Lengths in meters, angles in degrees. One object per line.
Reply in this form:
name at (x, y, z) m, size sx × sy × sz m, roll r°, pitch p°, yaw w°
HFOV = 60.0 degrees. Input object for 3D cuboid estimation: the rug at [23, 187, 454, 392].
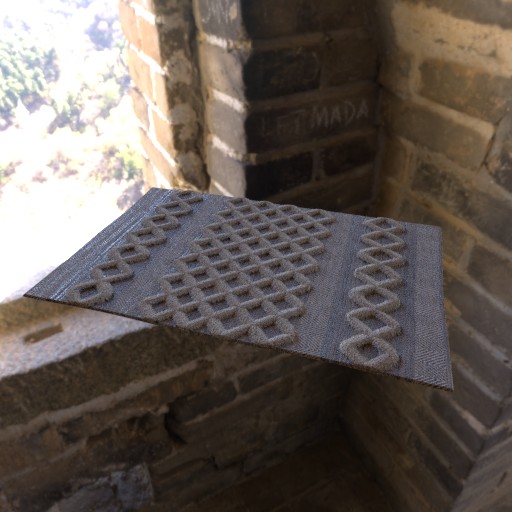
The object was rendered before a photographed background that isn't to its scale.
rug at (0.000, 0.000, 2.253) m, size 1.823 × 0.030 × 1.222 m, roll 10°, pitch 35°, yaw 14°
